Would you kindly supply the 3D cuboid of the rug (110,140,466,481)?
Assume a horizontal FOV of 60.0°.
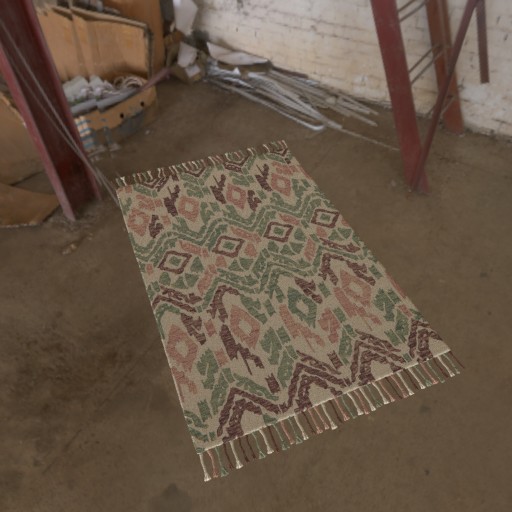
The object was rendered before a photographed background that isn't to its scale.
[{"bbox_3d":[0.000,0.000,2.963,1.524,0.011,2.438,-17,49,-15],"label":"rug"}]
